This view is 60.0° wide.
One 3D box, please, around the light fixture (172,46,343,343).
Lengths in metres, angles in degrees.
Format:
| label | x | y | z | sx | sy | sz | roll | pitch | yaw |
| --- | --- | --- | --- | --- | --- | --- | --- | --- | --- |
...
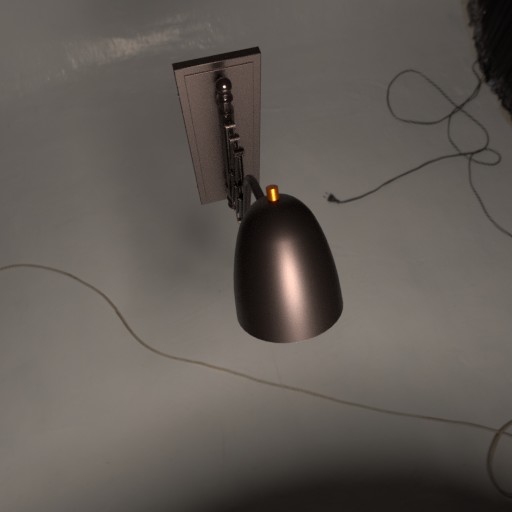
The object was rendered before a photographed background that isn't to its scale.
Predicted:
| label | x | y | z | sx | sy | sz | roll | pitch | yaw |
| --- | --- | --- | --- | --- | --- | --- | --- | --- | --- |
| light fixture | 0.000 | 0.000 | 0.921 | 0.162 | 0.715 | 0.499 | -15 | 65 | -7 |
